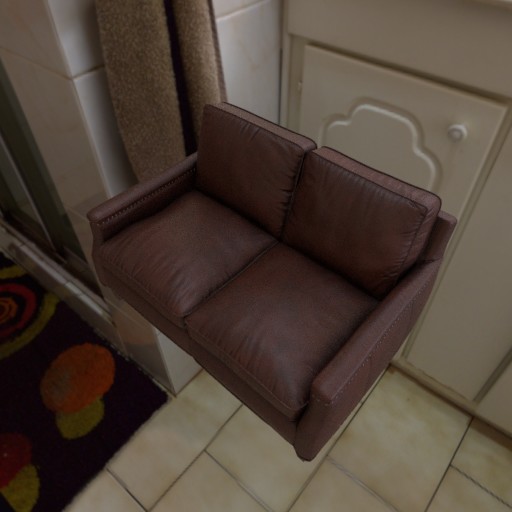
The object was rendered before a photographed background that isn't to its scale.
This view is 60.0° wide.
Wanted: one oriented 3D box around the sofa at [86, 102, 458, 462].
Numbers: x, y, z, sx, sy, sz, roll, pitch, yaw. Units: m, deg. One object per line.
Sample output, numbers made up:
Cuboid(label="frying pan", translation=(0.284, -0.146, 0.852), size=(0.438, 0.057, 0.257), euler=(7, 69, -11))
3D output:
Cuboid(label="sofa", translation=(0.000, 0.000, 2.317), size=(1.628, 1.003, 1.083), euler=(33, 55, 28))
